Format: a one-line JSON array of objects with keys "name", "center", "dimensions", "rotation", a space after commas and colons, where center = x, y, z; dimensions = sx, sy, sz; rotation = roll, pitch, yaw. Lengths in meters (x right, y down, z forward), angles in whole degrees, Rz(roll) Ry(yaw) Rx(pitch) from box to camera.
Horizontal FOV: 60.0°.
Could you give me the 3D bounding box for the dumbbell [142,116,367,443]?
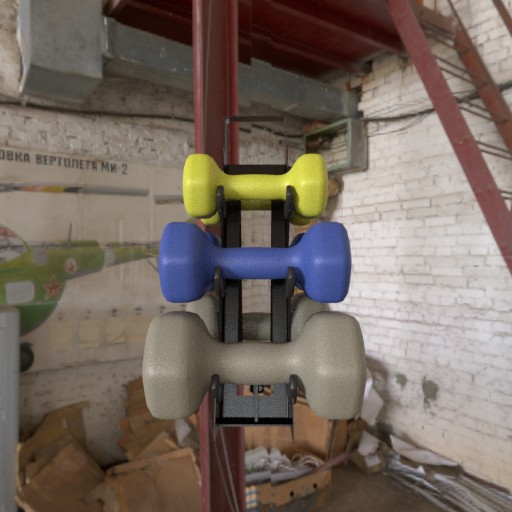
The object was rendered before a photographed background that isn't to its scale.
[{"name": "dumbbell", "center": [0.000, 0.000, 0.685], "dimensions": [0.261, 0.426, 0.416], "rotation": [0, 0, 1]}]
